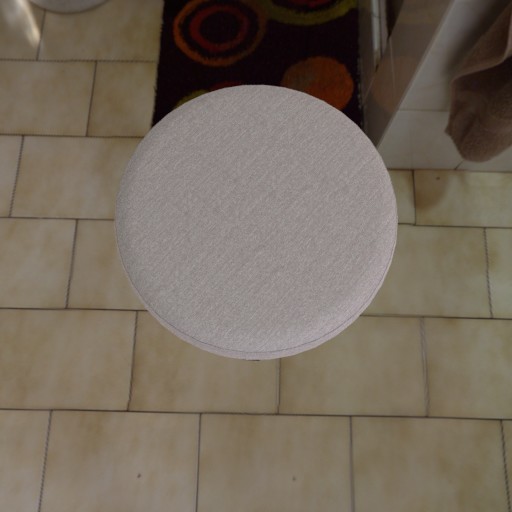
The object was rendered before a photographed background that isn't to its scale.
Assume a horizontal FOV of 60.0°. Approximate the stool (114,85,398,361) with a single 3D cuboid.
[{"bbox_3d":[0.000,0.000,0.965,0.443,0.672,0.443,0,77,0],"label":"stool"}]
